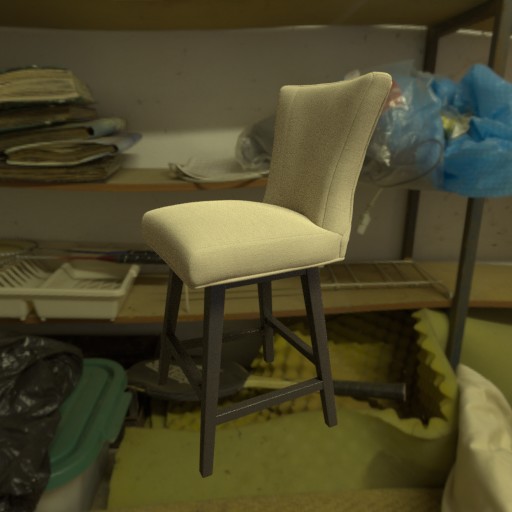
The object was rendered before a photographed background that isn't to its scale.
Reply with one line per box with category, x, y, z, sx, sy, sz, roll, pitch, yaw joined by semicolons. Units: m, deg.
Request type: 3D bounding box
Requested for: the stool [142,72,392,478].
stool;0.000;0.000;1.326;0.574;1.000;0.514;-8;18;-24
